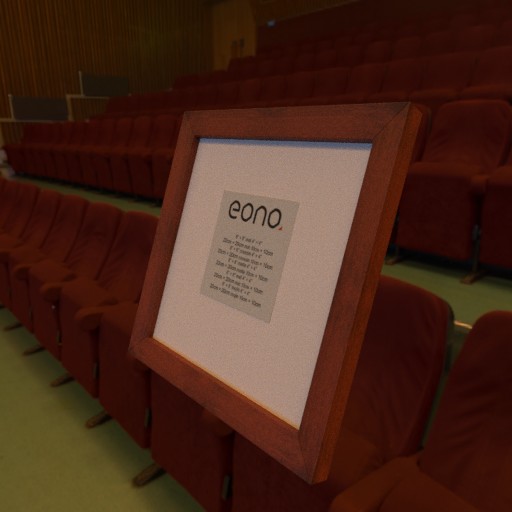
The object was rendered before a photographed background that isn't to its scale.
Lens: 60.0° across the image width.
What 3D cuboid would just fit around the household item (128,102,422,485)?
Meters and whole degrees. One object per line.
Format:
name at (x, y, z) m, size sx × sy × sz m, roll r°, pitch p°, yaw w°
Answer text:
household item at (0.000, 0.000, 0.377) m, size 0.131 × 0.240 × 0.240 m, roll -15°, pitch 22°, yaw -41°
